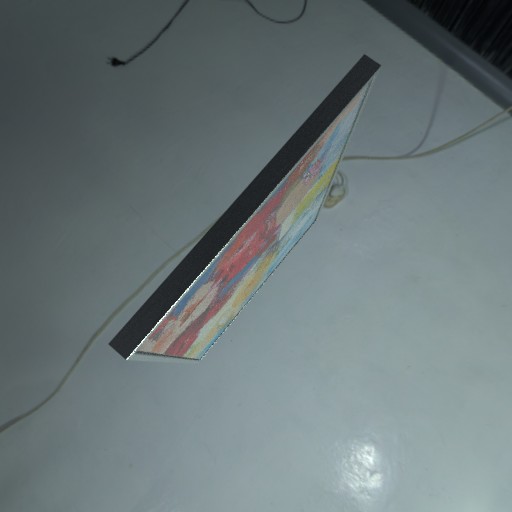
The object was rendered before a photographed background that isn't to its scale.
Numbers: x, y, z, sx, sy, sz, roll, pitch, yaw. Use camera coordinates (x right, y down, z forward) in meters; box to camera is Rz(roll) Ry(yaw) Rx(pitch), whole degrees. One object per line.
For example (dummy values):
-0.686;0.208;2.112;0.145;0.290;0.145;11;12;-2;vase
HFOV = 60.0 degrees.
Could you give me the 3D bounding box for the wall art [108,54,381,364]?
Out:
0.000;0.000;0.767;0.025;0.569;0.444;38;79;9;wall art
